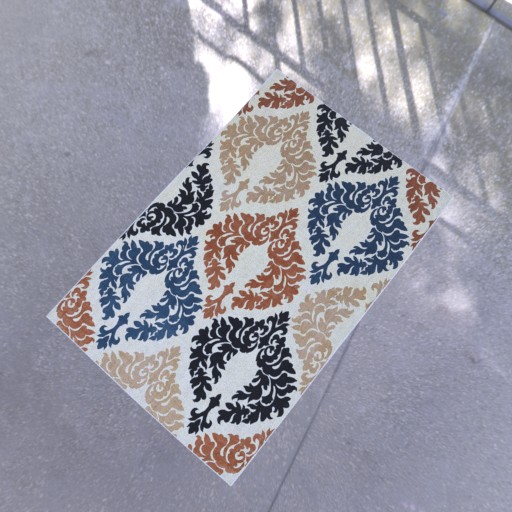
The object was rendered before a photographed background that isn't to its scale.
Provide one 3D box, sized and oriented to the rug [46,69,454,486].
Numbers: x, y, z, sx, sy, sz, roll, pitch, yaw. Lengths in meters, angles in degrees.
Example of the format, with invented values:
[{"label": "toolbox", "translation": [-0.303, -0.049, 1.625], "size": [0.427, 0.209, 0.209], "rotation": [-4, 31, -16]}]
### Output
[{"label": "rug", "translation": [0.000, 0.000, 2.830], "size": [1.514, 0.014, 2.275], "rotation": [39, 80, 8]}]
